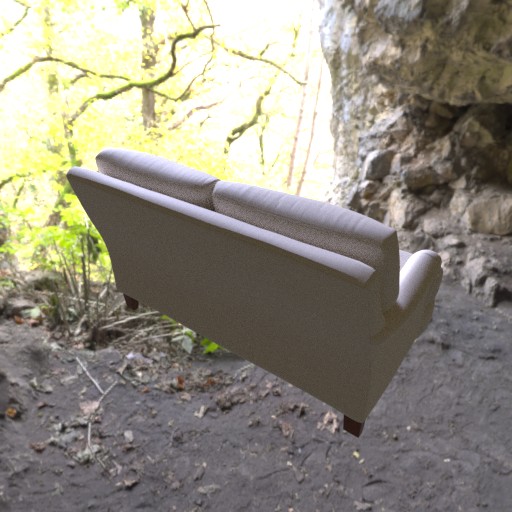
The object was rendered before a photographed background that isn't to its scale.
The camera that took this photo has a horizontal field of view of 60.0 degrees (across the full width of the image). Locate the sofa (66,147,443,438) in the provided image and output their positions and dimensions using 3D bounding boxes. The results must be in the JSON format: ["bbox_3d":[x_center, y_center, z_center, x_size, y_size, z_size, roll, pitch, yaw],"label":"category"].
[{"bbox_3d":[0.000,0.000,2.519,1.853,1.101,1.084,21,36,31],"label":"sofa"}]
